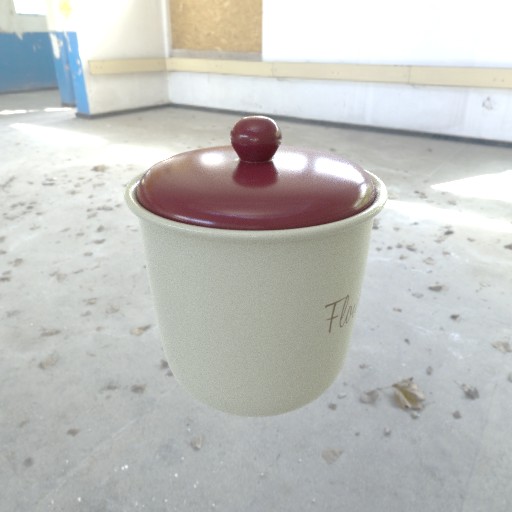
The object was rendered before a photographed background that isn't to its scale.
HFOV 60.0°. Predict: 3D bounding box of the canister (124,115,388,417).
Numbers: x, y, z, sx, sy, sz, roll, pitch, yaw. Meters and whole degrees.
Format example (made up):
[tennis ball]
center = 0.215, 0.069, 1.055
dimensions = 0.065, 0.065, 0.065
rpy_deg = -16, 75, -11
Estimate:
[canister]
center = 0.000, 0.000, 0.341
dimensions = 0.182, 0.208, 0.182
rpy_deg = 0, 27, 0
